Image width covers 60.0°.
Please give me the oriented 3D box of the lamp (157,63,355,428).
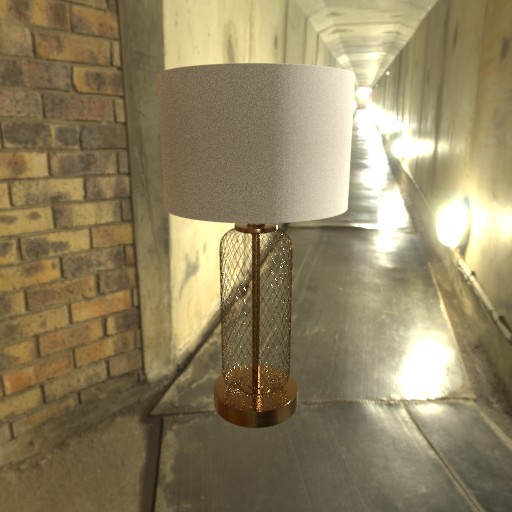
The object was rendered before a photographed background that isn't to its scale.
[{"bbox_3d":[0.000,0.000,0.642,0.252,0.483,0.252,15,22,43],"label":"lamp"}]
